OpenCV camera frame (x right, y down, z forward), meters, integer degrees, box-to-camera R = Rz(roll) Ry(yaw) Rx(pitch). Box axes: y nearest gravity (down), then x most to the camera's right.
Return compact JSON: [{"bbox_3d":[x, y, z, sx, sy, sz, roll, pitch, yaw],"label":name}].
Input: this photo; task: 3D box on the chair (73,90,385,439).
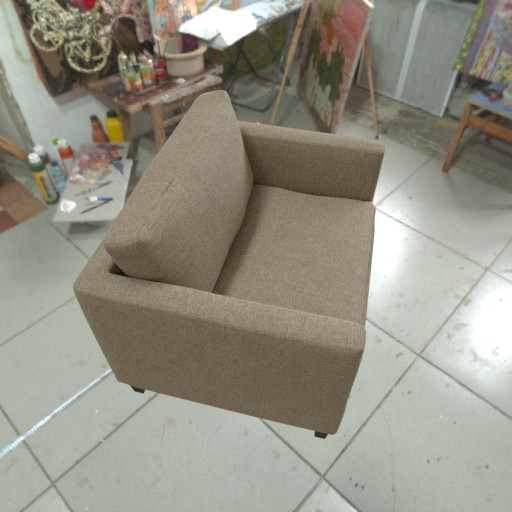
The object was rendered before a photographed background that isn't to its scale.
[{"bbox_3d":[0.000,0.000,1.871,0.959,0.987,1.107,11,49,9],"label":"chair"}]
